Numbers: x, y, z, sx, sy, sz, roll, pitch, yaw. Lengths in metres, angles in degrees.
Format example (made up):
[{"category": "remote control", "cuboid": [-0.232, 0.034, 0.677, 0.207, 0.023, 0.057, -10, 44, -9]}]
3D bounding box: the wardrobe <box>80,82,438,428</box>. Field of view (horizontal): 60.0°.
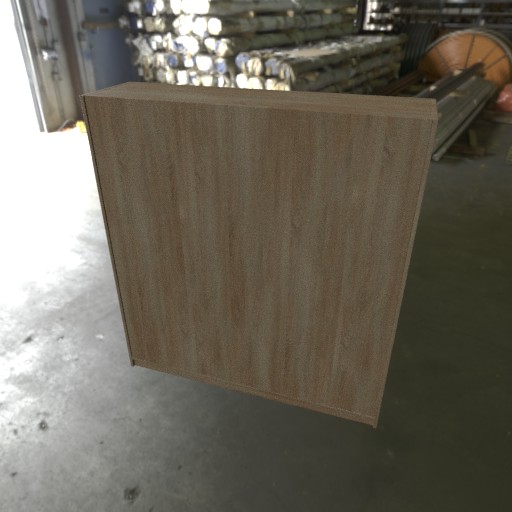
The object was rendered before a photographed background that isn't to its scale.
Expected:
[{"category": "wardrobe", "cuboid": [0.000, 0.000, 3.135, 1.998, 2.159, 0.598, 9, 31, 16]}]
